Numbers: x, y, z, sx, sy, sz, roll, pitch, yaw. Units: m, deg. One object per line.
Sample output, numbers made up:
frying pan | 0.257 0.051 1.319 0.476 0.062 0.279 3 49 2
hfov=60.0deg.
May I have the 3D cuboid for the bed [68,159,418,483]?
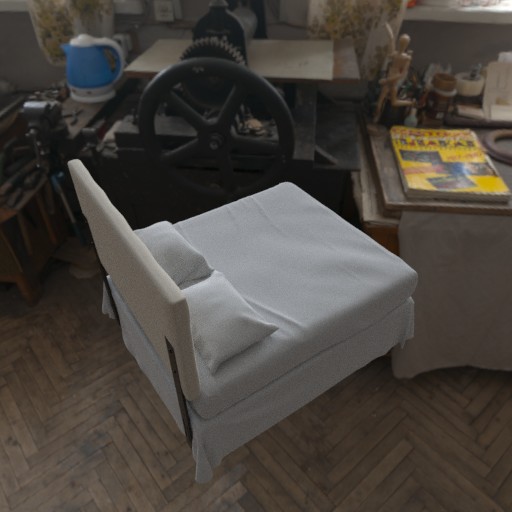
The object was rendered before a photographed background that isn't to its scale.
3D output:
bed | 0.000 0.000 3.484 2.222 1.577 1.936 -24 46 -25
